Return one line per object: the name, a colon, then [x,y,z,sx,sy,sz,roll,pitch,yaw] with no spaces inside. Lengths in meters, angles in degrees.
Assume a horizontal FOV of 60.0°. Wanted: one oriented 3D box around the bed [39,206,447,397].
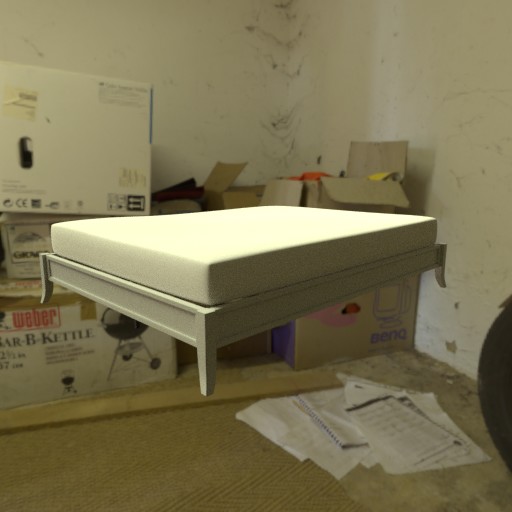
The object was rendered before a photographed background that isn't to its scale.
bed: [0.000,0.000,2.824,1.604,0.510,2.108,11,16,44]
